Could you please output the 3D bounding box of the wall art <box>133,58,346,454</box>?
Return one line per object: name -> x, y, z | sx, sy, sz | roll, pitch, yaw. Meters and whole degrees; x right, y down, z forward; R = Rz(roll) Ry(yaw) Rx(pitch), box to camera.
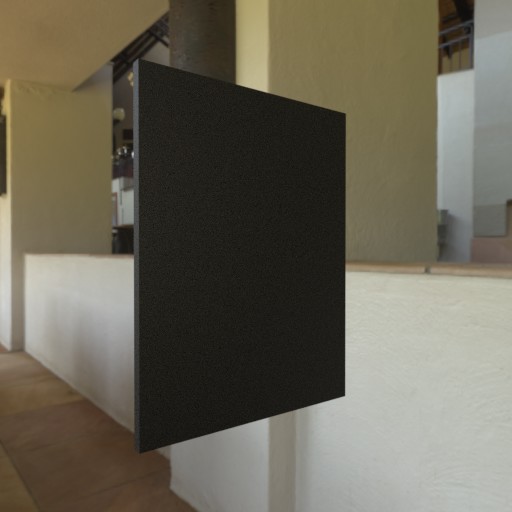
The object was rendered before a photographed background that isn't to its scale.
wall art -> 0.000, 0.000, 1.443 | 0.806, 1.062, 0.038 | 0, 1, -36
